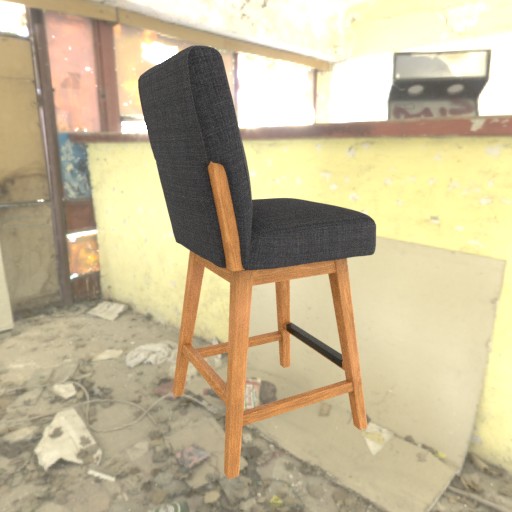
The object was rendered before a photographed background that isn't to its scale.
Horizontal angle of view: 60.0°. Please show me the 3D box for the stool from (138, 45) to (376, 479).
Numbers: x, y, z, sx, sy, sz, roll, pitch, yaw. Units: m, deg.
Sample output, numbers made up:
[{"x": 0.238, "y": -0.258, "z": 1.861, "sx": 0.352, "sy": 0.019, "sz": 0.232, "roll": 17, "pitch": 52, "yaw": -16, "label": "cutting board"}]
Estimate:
[{"x": 0.000, "y": 0.000, "z": 1.275, "sx": 0.526, "sy": 1.010, "sz": 0.459, "roll": -7, "pitch": 16, "yaw": -27, "label": "stool"}]
